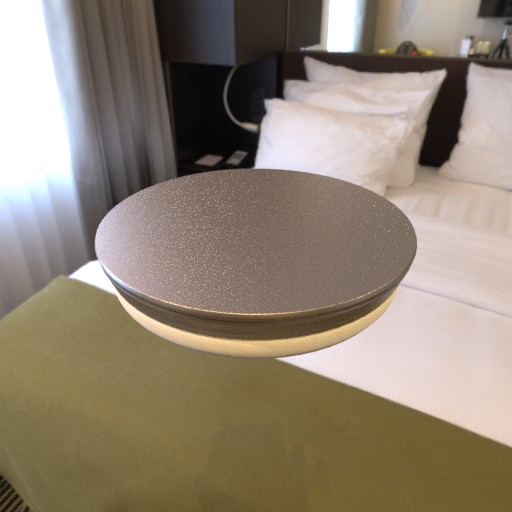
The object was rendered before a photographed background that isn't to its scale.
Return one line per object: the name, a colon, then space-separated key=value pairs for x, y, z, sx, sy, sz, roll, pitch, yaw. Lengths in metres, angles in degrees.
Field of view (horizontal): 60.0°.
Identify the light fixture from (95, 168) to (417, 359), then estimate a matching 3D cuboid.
light fixture: x=0.000 y=0.000 z=0.553 sx=0.368 sy=0.100 sz=0.368 roll=0 pitch=30 yaw=0
